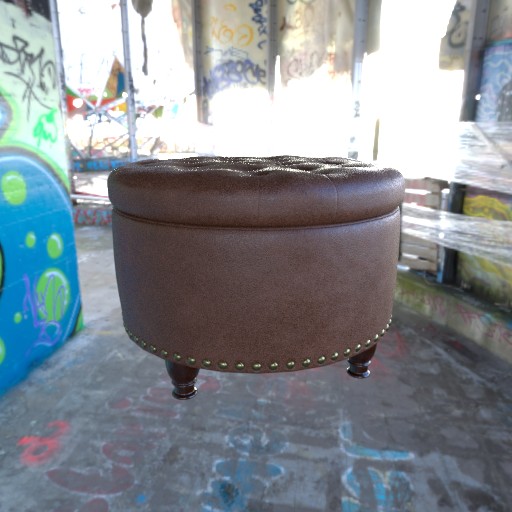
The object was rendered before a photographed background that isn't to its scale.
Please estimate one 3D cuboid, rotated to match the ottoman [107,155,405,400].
[{"bbox_3d":[0.000,0.000,1.042,0.637,0.442,0.637,0,16,0],"label":"ottoman"}]
